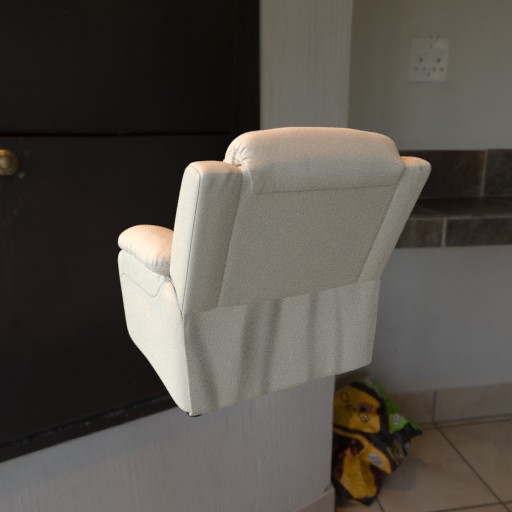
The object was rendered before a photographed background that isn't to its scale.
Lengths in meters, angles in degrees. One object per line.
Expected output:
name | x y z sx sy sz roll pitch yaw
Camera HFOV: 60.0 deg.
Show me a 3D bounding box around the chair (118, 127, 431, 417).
chair | 0.000 0.000 1.282 0.680 0.702 0.709 -8 16 -27
